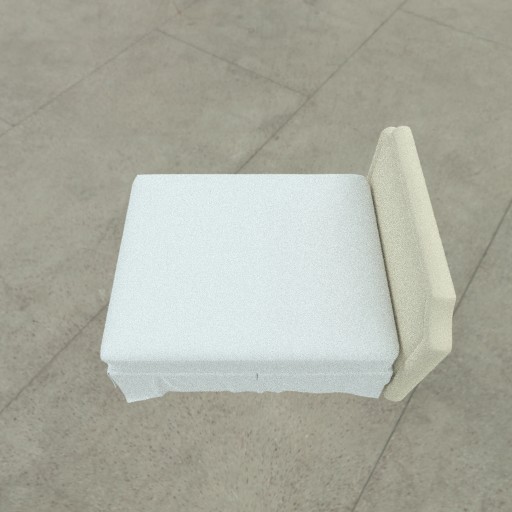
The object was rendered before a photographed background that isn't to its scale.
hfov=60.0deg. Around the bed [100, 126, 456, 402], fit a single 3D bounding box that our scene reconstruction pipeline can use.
[{"bbox_3d":[0.000,0.000,3.305,2.209,1.296,1.827,0,58,0],"label":"bed"}]
